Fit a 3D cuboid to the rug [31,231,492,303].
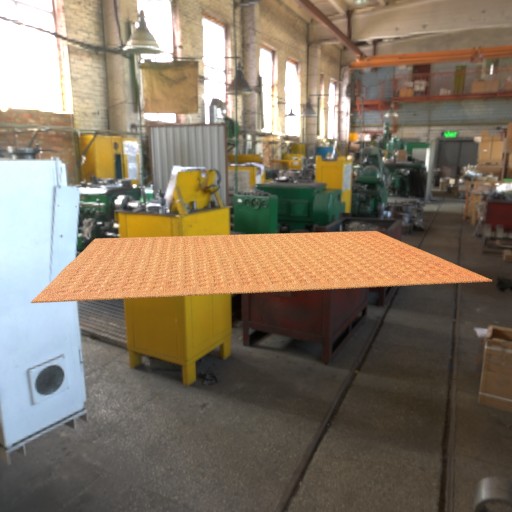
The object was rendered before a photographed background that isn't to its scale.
[{"bbox_3d":[0.000,0.000,2.195,1.747,0.006,1.143,-2,13,-8],"label":"rug"}]
